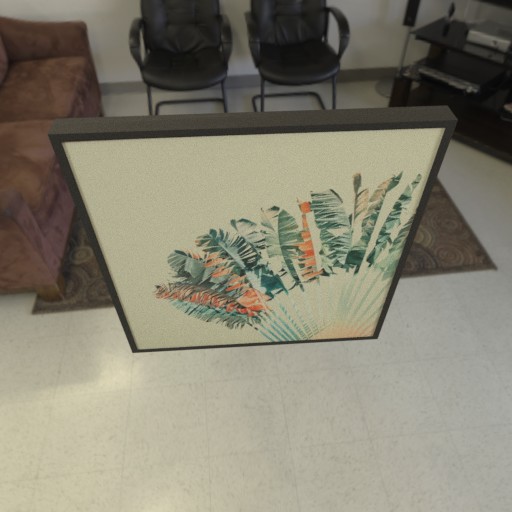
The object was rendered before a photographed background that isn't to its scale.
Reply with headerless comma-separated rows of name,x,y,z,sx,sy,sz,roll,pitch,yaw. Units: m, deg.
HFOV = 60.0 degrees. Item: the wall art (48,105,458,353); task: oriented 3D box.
wall art,0.000,0.000,0.746,0.509,0.507,0.037,-3,47,-3
